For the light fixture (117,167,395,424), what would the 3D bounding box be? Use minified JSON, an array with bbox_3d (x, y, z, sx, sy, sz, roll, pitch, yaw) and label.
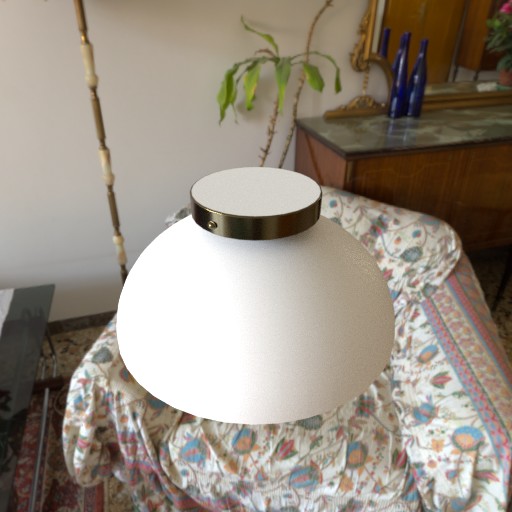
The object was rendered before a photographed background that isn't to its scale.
[{"bbox_3d":[0.000,0.000,0.544,0.355,0.177,0.355,0,31,0],"label":"light fixture"}]
